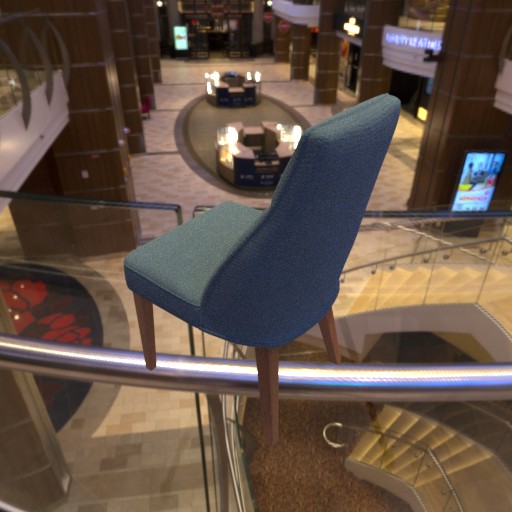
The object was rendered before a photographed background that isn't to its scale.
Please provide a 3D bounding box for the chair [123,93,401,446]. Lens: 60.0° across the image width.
[{"bbox_3d":[0.000,0.000,1.289,0.620,0.930,0.500,22,38,30],"label":"chair"}]
